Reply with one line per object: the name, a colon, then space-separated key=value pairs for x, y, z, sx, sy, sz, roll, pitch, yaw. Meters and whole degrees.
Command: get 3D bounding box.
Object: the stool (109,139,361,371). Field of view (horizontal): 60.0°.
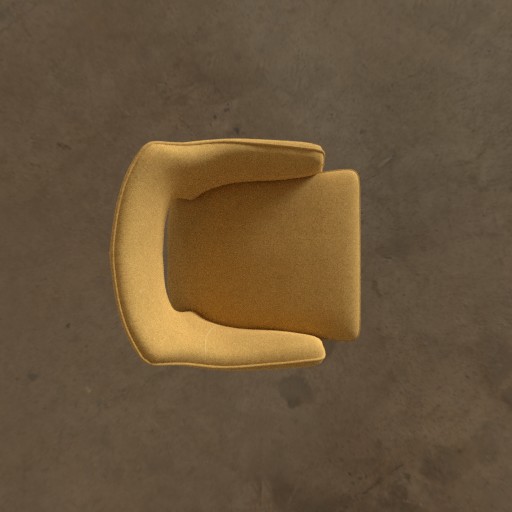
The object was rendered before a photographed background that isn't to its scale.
stool: x=0.000 y=0.000 z=1.343 sx=0.558 sy=1.012 sz=0.548 roll=0 pitch=89 yaw=1
